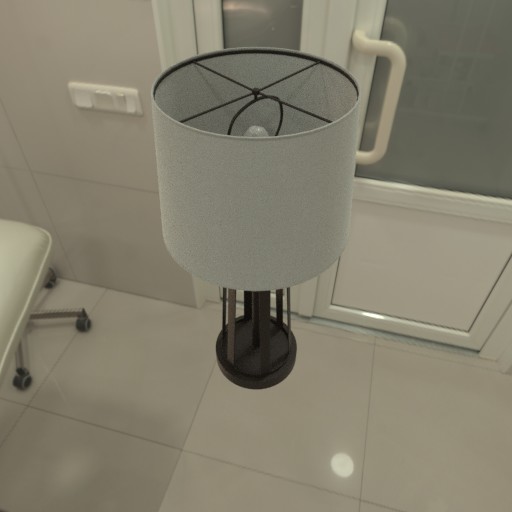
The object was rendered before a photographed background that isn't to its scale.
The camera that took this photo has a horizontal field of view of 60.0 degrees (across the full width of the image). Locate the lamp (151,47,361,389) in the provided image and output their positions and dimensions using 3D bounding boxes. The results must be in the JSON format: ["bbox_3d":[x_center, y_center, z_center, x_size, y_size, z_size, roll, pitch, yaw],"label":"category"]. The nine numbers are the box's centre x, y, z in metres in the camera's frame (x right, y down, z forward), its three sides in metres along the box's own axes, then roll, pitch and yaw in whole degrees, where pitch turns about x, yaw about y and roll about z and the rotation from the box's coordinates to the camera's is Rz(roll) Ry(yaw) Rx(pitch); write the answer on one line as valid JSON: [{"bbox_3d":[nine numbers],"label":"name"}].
[{"bbox_3d":[0.000,0.000,0.648,0.251,0.509,0.251,0,45,0],"label":"lamp"}]
